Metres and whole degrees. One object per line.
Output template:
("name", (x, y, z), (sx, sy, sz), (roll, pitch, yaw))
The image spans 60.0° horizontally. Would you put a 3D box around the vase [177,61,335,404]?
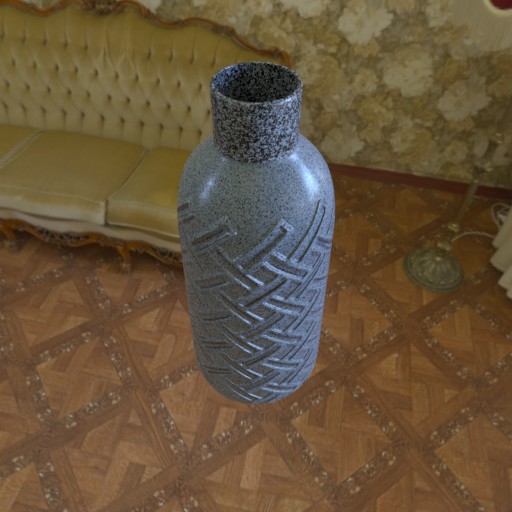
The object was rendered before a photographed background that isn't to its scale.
("vase", (0.000, 0.000, 0.346), (0.122, 0.282, 0.122), (0, 47, 0))
